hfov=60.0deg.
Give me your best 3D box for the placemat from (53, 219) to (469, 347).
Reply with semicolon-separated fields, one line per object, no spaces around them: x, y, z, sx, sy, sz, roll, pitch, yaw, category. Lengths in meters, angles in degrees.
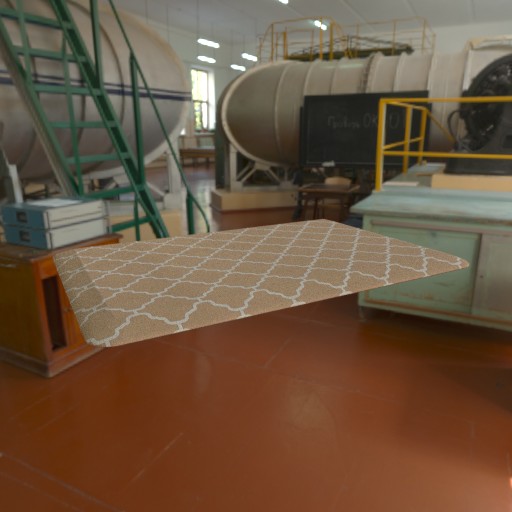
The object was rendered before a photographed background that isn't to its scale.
0.000;0.000;0.948;0.762;0.021;0.508;-9;18;-28;placemat
